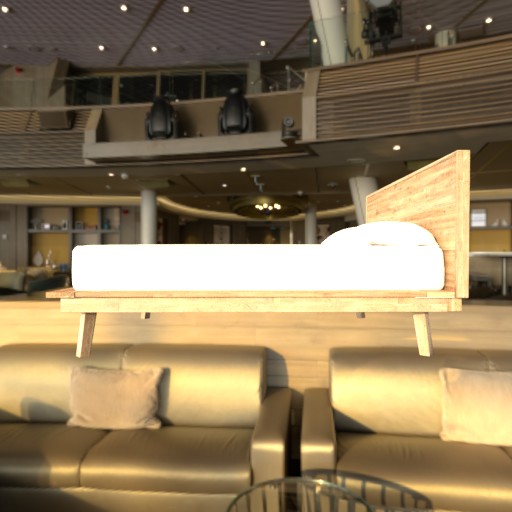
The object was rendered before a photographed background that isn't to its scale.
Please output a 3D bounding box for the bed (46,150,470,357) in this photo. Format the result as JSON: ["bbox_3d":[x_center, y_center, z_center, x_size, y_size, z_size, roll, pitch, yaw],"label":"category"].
[{"bbox_3d":[0.000,0.000,3.095,2.145,1.071,1.759,0,0,-1],"label":"bed"}]
